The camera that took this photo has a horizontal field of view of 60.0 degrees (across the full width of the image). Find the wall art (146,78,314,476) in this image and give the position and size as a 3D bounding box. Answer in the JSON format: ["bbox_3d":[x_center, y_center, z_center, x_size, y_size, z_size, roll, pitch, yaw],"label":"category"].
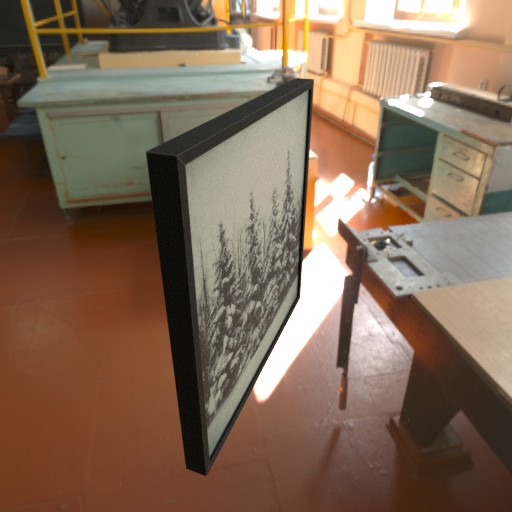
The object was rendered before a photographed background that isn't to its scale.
[{"bbox_3d":[0.000,0.000,0.765,0.036,0.506,0.506,11,32,19],"label":"wall art"}]
